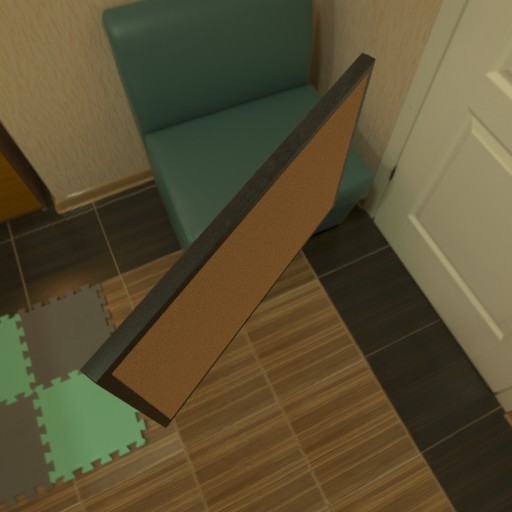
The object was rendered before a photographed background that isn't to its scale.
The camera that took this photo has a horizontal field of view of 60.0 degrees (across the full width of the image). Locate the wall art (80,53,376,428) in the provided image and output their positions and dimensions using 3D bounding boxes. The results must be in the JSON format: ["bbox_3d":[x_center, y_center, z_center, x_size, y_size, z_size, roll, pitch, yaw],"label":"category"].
[{"bbox_3d":[0.000,0.000,1.136,0.038,0.612,0.912,32,67,15],"label":"wall art"}]
